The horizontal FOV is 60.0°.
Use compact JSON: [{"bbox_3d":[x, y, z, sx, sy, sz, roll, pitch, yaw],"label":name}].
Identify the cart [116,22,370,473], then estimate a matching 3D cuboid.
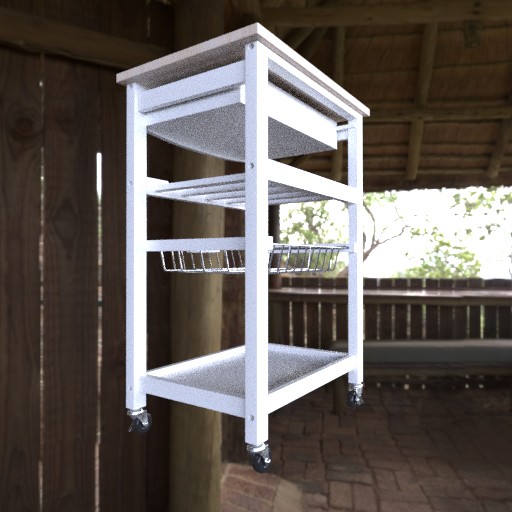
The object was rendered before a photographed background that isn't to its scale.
[{"bbox_3d":[0.000,0.000,1.167,0.406,0.857,0.578,0,-1,35],"label":"cart"}]
